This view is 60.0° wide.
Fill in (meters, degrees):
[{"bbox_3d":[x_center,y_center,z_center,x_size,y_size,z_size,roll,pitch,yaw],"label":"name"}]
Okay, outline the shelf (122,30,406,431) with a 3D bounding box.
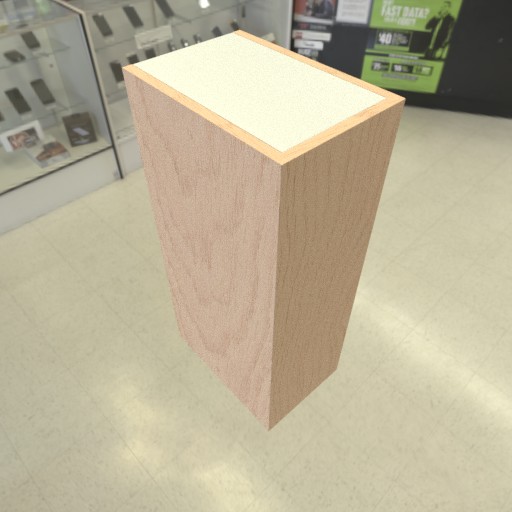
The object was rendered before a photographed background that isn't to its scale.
[{"bbox_3d":[0.000,0.000,0.748,0.200,0.600,0.290,-33,54,-28],"label":"shelf"}]
